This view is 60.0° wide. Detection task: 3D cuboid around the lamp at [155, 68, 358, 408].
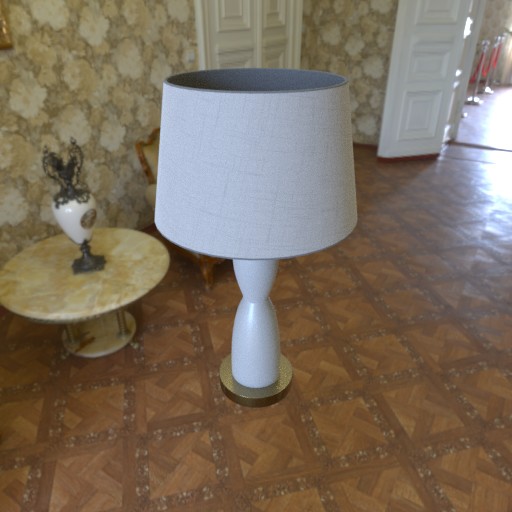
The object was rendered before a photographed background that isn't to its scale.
[{"bbox_3d":[0.000,0.000,0.725,0.309,0.545,0.309,0,29,0],"label":"lamp"}]
